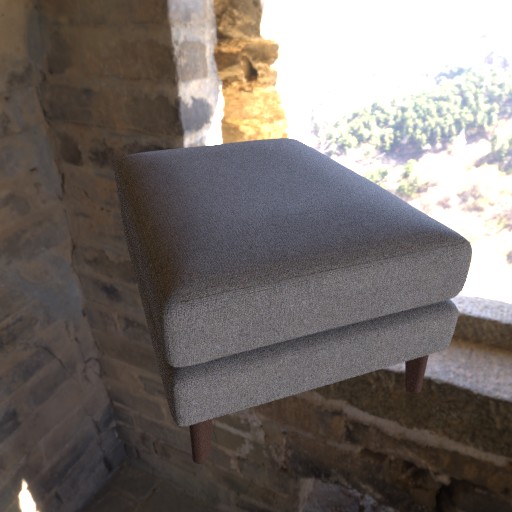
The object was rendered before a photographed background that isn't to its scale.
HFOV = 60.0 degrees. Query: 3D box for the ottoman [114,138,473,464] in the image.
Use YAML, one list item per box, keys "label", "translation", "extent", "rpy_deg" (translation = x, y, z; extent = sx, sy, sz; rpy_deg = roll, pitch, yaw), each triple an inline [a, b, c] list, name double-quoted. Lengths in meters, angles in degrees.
- label: "ottoman"
  translation: [0.000, 0.000, 1.162]
  extent: [0.611, 0.441, 0.821]
  rpy_deg: [-11, 31, -18]
